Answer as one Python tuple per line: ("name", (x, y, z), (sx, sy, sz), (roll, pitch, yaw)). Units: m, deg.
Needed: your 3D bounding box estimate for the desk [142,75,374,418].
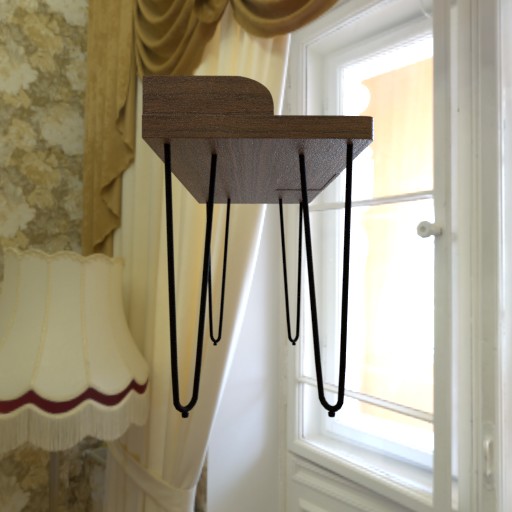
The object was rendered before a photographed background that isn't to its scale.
("desk", (0.000, 0.000, 1.663), (0.565, 0.854, 1.200), (0, -1, -1))
